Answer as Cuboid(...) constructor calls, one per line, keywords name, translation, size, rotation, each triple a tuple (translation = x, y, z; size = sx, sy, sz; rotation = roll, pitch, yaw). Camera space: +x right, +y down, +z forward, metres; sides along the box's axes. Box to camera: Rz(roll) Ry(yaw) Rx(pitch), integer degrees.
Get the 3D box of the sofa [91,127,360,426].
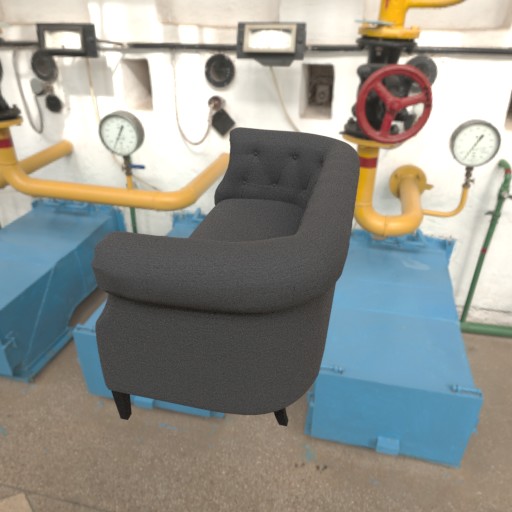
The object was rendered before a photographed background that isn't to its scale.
Cuboid(name="sofa", translation=(0.000, 0.000, 2.046), size=(0.835, 0.827, 1.558), rotation=(7, 31, 12))
